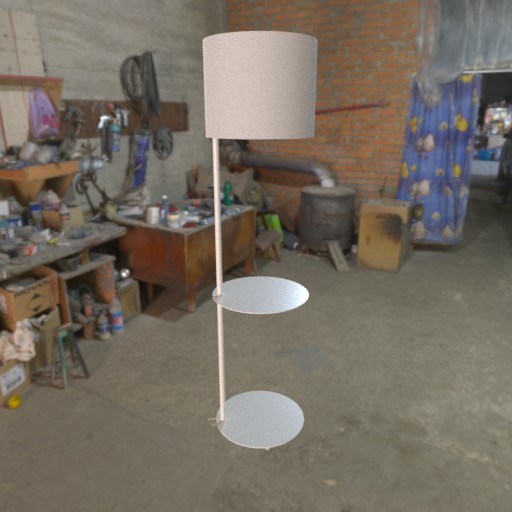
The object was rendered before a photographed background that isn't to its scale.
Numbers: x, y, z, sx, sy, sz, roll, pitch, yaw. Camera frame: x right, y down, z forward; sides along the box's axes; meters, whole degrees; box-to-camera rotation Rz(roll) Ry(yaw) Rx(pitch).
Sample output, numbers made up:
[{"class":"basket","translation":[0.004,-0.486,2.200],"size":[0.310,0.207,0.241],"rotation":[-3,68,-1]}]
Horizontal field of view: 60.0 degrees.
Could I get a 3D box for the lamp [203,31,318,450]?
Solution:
[{"class":"lamp","translation":[0.000,0.000,1.662],"size":[0.405,1.465,0.372],"rotation":[-3,18,-8]}]
